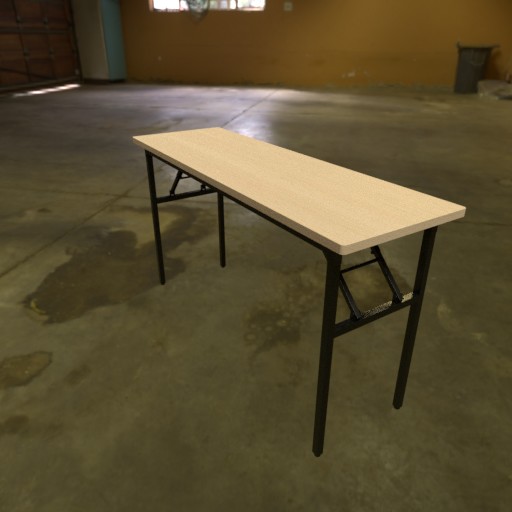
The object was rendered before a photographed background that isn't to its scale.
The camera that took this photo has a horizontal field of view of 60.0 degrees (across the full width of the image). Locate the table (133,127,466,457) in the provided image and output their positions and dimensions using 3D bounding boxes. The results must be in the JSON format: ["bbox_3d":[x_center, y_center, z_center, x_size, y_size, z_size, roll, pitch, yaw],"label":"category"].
[{"bbox_3d":[0.000,0.000,1.767,0.447,0.750,1.397,-16,31,-29],"label":"table"}]
